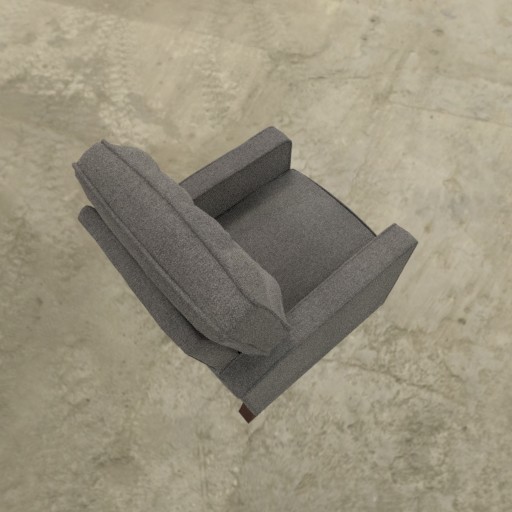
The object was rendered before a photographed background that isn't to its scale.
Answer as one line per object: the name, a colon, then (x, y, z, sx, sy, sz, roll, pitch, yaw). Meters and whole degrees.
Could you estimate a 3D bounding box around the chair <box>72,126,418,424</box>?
chair: (0.000, 0.000, 1.383, 0.775, 0.889, 0.650, -36, 64, -20)
